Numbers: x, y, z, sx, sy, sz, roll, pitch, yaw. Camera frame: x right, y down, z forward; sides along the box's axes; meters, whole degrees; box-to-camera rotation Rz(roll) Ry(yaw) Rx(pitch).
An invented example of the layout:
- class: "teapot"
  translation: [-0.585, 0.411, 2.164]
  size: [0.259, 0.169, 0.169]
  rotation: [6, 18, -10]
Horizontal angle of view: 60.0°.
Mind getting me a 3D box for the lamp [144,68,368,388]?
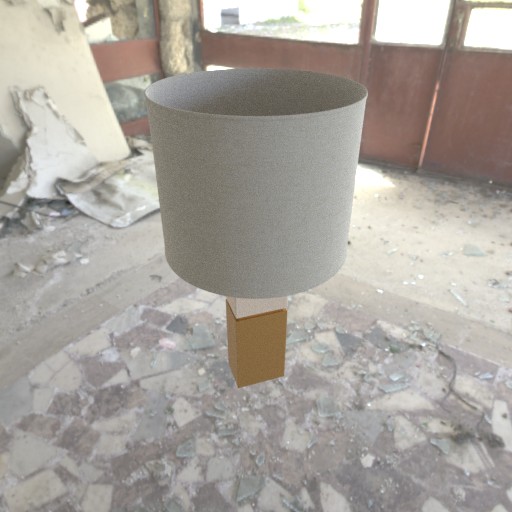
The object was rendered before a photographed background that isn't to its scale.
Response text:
- class: "lamp"
  translation: [0.000, 0.000, 0.575]
  size: [0.229, 0.417, 0.229]
  rotation: [-10, 34, -16]
